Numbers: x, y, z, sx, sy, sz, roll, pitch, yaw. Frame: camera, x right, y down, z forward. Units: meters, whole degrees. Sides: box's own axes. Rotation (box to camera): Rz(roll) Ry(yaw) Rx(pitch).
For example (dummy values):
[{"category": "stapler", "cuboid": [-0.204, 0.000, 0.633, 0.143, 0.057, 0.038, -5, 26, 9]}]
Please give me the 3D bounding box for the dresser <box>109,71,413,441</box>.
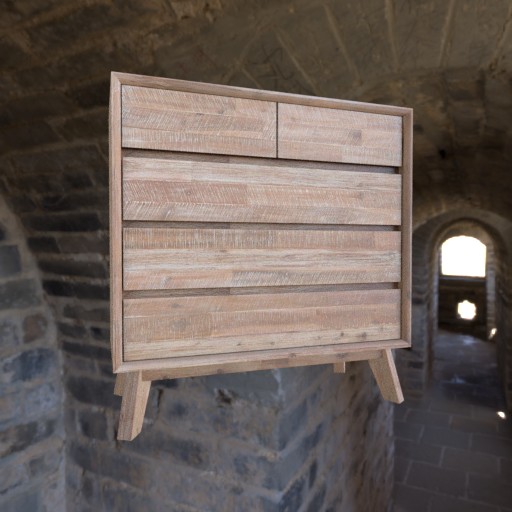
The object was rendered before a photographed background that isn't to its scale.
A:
[{"category": "dresser", "cuboid": [0.000, 0.000, 1.604, 0.998, 1.029, 0.455, 0, 1, -19]}]
